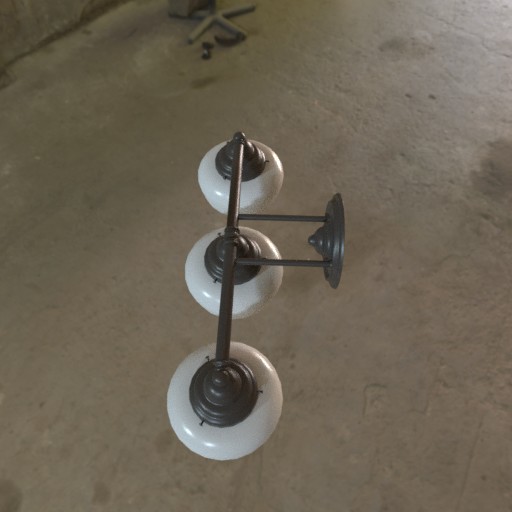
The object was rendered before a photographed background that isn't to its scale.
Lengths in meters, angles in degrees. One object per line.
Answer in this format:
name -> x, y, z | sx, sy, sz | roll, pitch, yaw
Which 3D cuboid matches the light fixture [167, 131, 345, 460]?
light fixture -> 0.000, 0.000, 0.706 | 0.239, 0.242, 0.587 | 2, 58, 1
